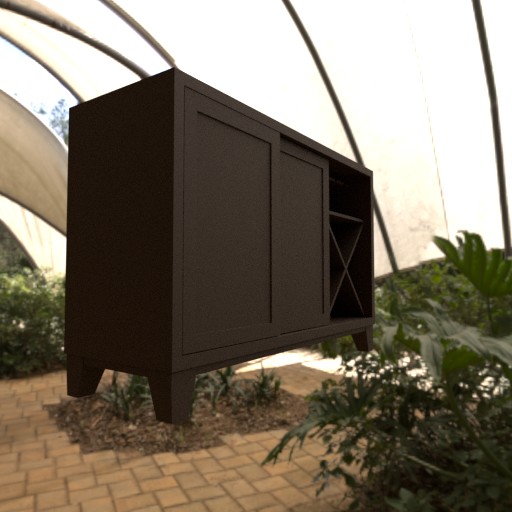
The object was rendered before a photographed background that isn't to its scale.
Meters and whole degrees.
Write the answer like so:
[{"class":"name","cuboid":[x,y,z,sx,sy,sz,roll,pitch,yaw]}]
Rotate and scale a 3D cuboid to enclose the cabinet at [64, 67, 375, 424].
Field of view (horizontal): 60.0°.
[{"class":"cabinet","cuboid":[0.000,0.000,1.832,0.482,0.914,1.396,-2,-3,36]}]
